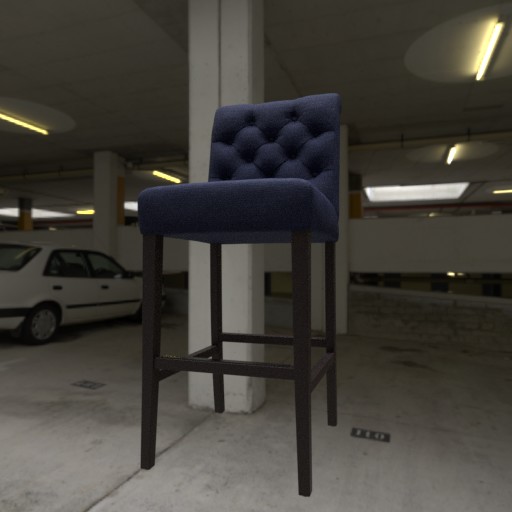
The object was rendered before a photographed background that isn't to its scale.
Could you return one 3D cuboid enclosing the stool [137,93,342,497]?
[{"bbox_3d":[0.000,0.000,1.381,0.493,1.140,0.601,0,-1,18],"label":"stool"}]
